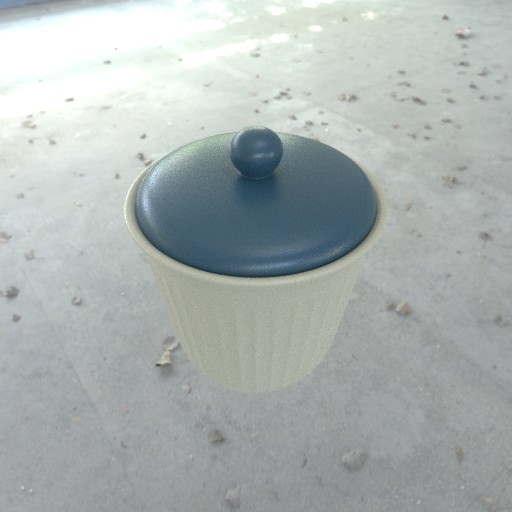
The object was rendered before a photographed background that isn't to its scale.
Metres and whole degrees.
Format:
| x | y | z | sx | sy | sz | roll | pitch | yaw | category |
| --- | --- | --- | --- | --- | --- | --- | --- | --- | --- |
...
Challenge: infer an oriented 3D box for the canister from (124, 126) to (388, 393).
| x | y | z | sx | sy | sz | roll | pitch | yaw | category |
| --- | --- | --- | --- | --- | --- | --- | --- | --- | --- |
| 0.000 | 0.000 | 0.349 | 0.181 | 0.211 | 0.181 | 0 | 41 | 0 | canister |
